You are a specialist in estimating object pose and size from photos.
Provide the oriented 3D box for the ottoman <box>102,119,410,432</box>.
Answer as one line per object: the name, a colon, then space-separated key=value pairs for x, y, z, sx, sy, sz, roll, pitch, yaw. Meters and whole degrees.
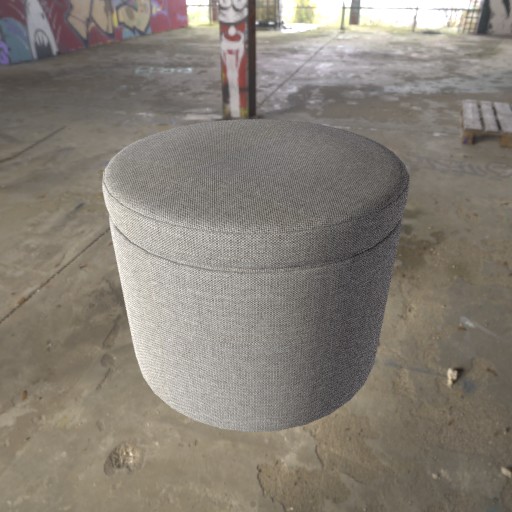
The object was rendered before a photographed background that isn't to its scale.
ottoman: x=0.000 y=0.000 z=0.844 sx=0.500 sy=0.419 sz=0.500 roll=0 pitch=32 yaw=0
